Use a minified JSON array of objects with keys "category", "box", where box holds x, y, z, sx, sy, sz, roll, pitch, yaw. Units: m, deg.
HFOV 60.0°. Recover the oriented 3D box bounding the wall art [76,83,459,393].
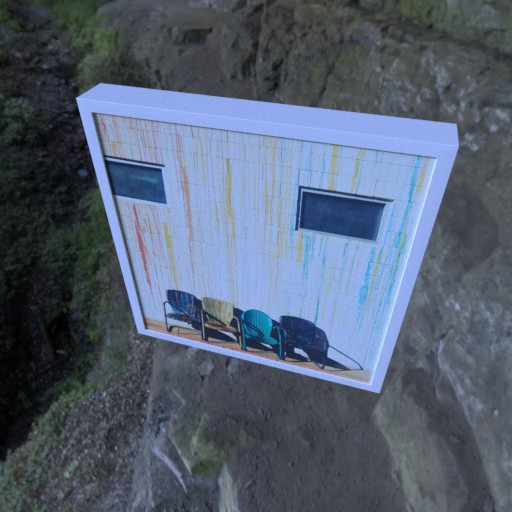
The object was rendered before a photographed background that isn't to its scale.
[{"category":"wall art","box":[0.000,0.000,0.451,0.305,0.305,0.038,11,42,13]}]
